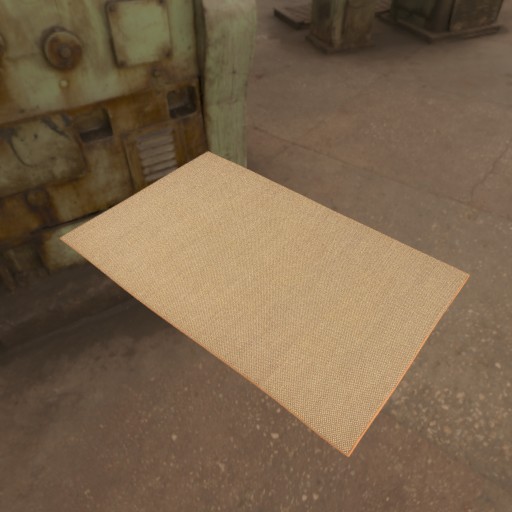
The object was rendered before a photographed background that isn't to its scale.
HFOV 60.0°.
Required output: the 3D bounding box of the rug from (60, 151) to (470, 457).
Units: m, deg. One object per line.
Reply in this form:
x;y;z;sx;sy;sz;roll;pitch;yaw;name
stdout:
0.000;0.000;2.127;1.678;0.013;1.078;30;52;27;rug
